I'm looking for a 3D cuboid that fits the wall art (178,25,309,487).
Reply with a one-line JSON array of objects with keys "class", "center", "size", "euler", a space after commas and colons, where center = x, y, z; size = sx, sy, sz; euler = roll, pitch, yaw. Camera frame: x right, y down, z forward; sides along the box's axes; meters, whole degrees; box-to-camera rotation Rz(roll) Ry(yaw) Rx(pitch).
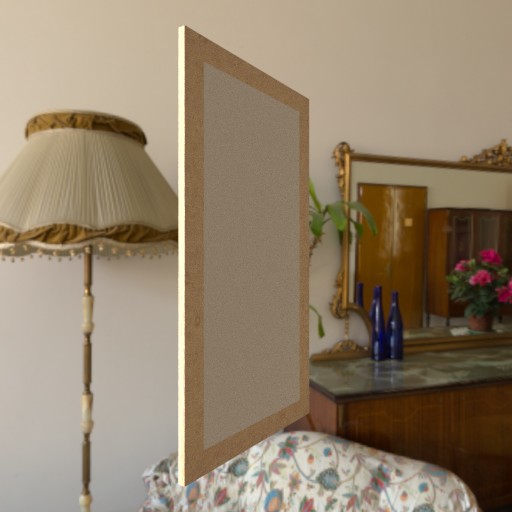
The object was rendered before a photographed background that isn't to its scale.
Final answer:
[{"class": "wall art", "center": [0.000, 0.000, 0.814], "size": [0.013, 0.683, 0.381], "euler": [0, 0, 36]}]
